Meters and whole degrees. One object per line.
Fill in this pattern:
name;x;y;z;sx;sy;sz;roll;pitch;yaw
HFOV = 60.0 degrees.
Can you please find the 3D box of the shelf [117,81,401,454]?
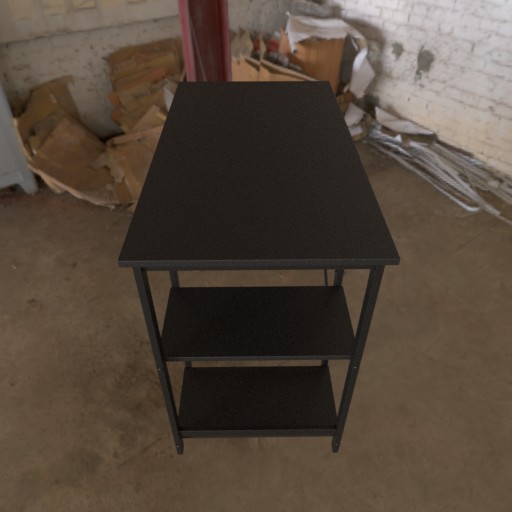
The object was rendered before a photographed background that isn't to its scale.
shelf;0.000;0.000;1.363;0.498;0.749;0.902;0;40;-1
